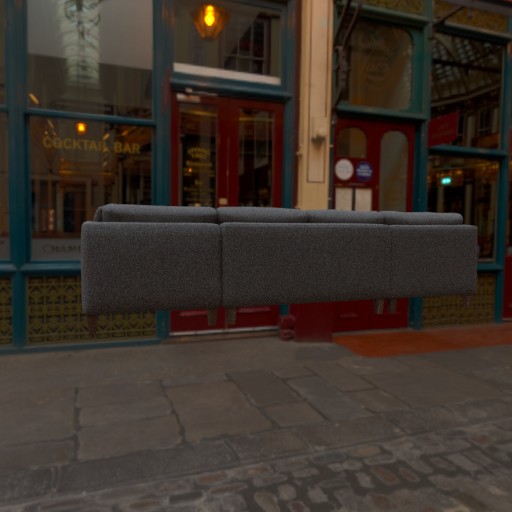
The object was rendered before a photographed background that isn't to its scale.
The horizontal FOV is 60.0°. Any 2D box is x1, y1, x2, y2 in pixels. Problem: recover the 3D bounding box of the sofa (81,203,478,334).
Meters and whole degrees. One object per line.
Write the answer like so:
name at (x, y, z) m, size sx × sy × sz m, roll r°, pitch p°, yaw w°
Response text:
sofa at (0.000, 0.000, 4.475) m, size 3.238 × 0.853 × 2.551 m, roll -1°, pitch 3°, yaw -20°
